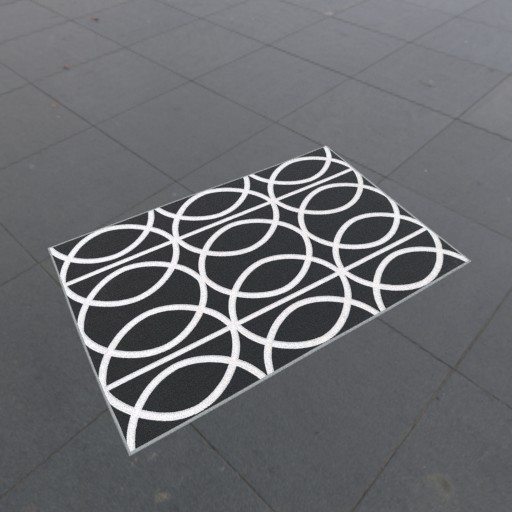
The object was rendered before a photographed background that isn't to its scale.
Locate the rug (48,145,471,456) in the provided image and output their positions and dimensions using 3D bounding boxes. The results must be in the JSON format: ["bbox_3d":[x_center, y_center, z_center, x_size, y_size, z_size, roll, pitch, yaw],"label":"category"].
[{"bbox_3d":[0.000,0.000,2.850,2.290,0.014,1.526,-24,52,-21],"label":"rug"}]
